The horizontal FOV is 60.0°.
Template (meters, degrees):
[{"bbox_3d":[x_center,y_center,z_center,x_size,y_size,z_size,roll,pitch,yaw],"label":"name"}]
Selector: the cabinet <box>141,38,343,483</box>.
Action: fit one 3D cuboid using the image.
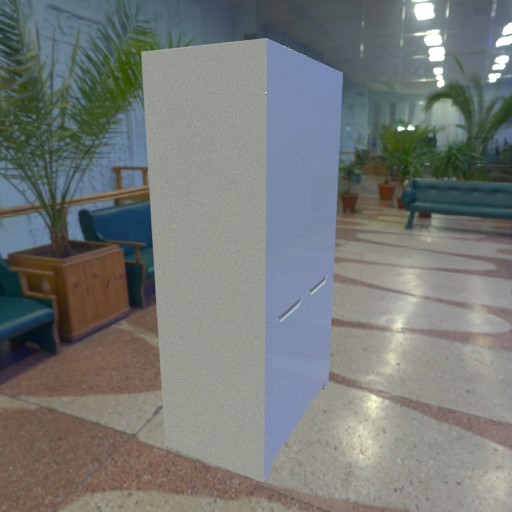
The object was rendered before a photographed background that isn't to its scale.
[{"bbox_3d":[0.000,0.000,2.388,0.580,1.920,0.980,7,16,26],"label":"cabinet"}]
